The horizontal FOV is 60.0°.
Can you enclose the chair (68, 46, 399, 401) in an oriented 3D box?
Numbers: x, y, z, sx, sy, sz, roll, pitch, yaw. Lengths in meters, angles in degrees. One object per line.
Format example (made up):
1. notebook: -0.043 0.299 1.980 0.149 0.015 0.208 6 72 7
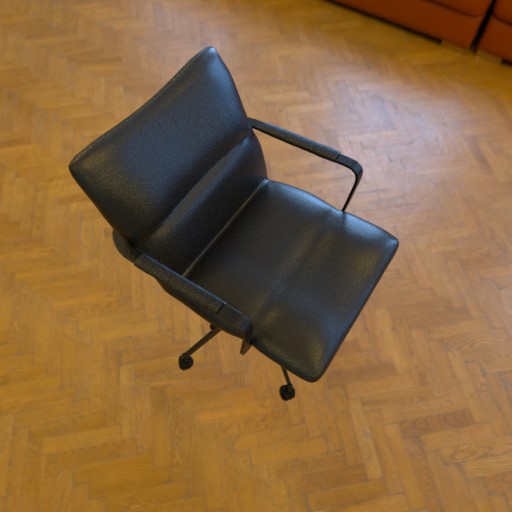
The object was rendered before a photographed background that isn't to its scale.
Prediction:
1. chair: 0.000 0.000 1.437 0.748 0.922 0.719 30 63 17
